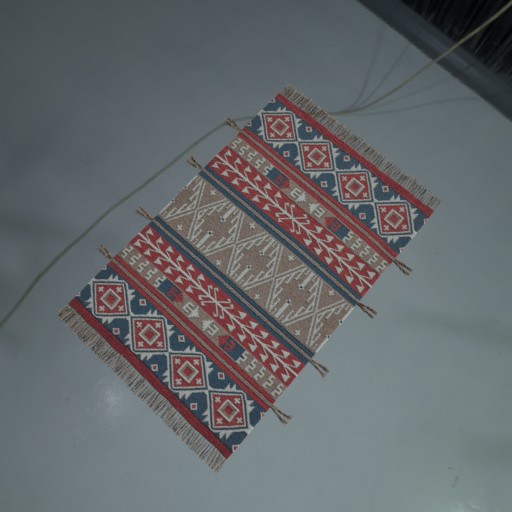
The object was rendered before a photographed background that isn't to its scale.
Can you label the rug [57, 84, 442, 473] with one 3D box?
[{"bbox_3d":[0.000,0.000,2.573,1.469,0.040,2.025,41,79,10],"label":"rug"}]
